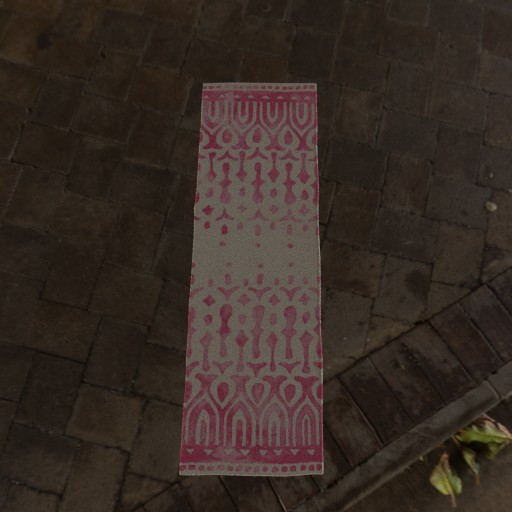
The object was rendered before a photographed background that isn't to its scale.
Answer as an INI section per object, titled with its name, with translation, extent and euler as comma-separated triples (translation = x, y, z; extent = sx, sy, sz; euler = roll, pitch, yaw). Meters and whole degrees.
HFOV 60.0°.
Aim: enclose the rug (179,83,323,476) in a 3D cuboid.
[rug]
translation = 0.000, 0.000, 2.707
extent = 0.787, 0.011, 2.458
euler = 1, 75, 0
